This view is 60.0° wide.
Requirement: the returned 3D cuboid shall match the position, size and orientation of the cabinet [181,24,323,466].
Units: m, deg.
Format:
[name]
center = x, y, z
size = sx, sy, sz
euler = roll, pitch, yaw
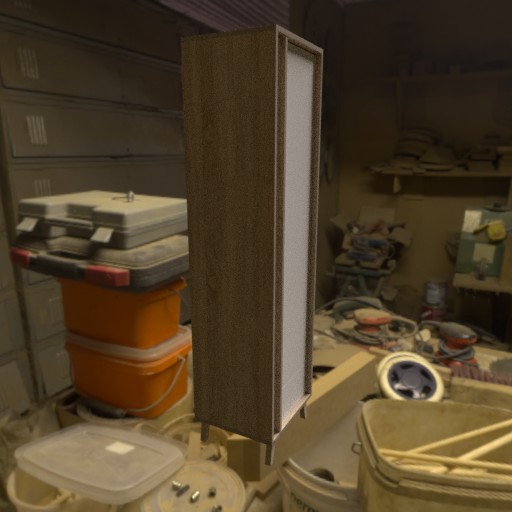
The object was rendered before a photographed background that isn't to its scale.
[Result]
[cabinet]
center = 0.000, 0.000, 2.224
size = 0.450, 1.960, 0.510
euler = 7, 15, 28
